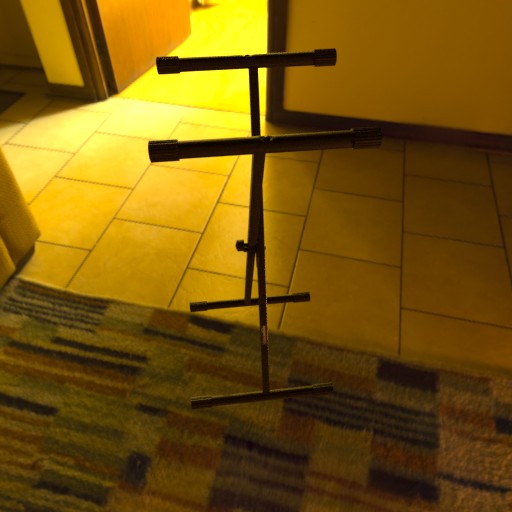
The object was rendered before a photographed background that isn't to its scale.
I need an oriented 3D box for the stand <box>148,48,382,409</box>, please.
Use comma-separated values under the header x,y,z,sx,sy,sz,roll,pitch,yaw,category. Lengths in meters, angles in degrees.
x,y,z,sx,sy,sz,roll,pitch,yaw,category
0.000,0.000,1.197,0.449,0.940,0.409,-5,47,-4,stand
